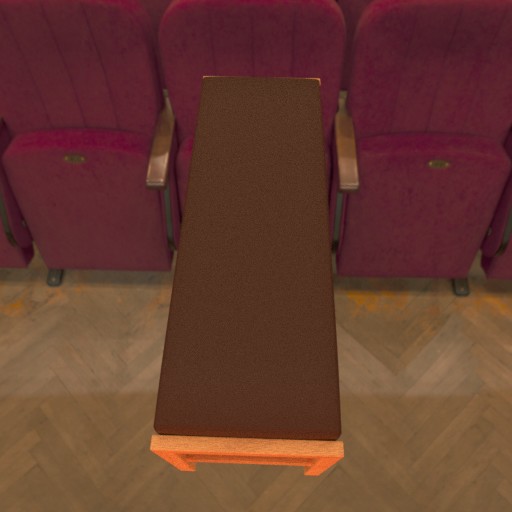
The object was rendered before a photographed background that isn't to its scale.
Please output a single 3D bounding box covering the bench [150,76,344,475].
[{"bbox_3d":[0.000,0.000,1.403,0.405,0.480,1.200,2,59,1],"label":"bench"}]
